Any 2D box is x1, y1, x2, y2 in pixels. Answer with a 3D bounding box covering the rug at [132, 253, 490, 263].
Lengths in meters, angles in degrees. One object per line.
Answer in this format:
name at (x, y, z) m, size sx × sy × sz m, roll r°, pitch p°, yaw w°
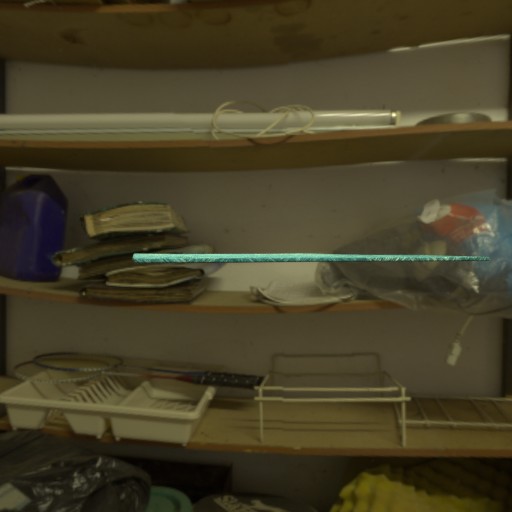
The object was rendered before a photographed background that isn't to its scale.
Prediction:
rug at (0.000, 0.000, 2.124) m, size 1.136 × 0.017 × 1.728 m, roll 0°, pitch 1°, yaw -15°
